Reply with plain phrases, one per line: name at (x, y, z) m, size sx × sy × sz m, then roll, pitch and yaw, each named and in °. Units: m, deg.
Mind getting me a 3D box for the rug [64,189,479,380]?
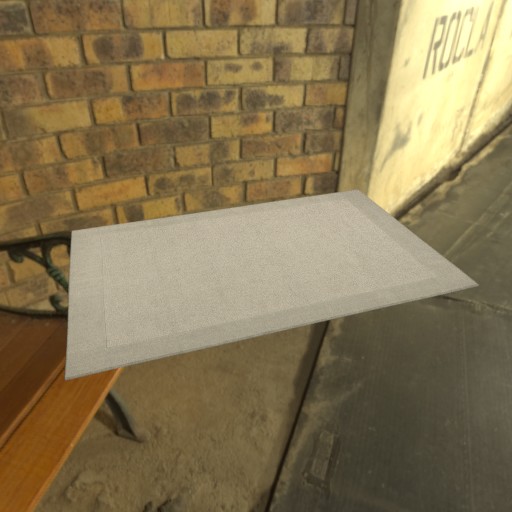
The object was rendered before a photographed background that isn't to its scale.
rug at (0.000, 0.000, 3.057) m, size 2.438 × 0.014 × 1.524 m, roll -10°, pitch 34°, yaw -15°
